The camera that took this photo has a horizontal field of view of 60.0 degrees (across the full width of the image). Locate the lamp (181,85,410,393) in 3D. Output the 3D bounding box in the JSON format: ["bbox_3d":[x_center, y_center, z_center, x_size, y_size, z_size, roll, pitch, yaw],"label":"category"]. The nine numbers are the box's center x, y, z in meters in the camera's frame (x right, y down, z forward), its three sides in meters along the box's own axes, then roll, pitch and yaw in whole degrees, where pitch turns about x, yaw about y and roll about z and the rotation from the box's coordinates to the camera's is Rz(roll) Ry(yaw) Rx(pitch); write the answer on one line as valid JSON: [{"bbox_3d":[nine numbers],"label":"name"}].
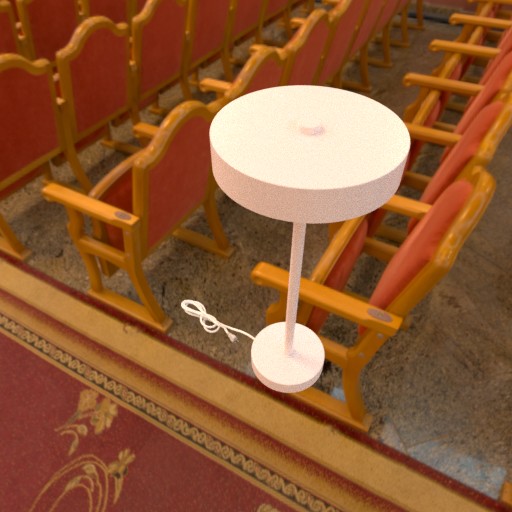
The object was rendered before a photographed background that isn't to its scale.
[{"bbox_3d":[0.000,0.000,0.711,0.369,0.508,0.229,23,50,21],"label":"lamp"}]
